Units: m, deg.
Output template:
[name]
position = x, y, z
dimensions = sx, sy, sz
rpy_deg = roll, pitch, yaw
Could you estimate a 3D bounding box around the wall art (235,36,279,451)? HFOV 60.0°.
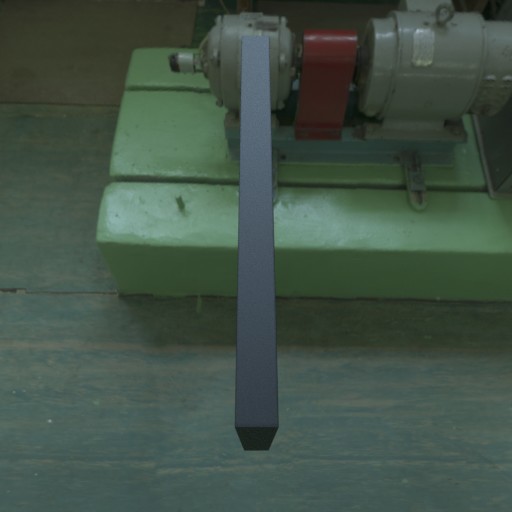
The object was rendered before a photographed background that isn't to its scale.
[wall art]
position = 0.000, 0.000, 0.863
dimensions = 0.051, 0.456, 0.671
rpy_deg = 0, 63, 0
